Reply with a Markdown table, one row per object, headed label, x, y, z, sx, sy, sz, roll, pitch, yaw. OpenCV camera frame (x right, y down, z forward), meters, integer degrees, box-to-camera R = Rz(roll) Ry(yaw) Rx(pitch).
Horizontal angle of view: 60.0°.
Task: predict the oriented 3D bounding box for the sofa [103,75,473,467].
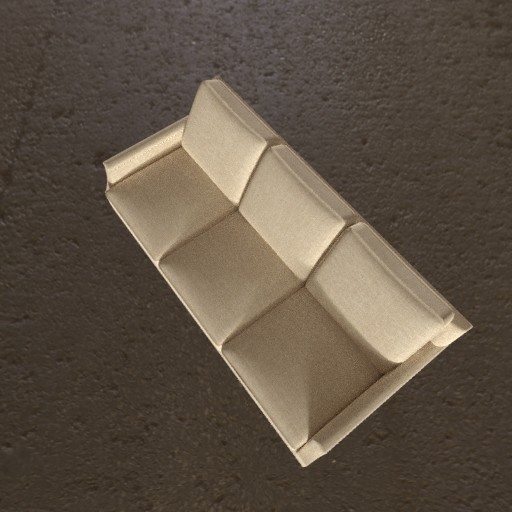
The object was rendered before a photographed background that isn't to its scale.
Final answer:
| label | x | y | z | sx | sy | sz | roll | pitch | yaw |
| --- | --- | --- | --- | --- | --- | --- | --- | --- | --- |
| sofa | 0.000 | 0.000 | 2.756 | 1.041 | 0.940 | 2.210 | -34 | 69 | -16 |
